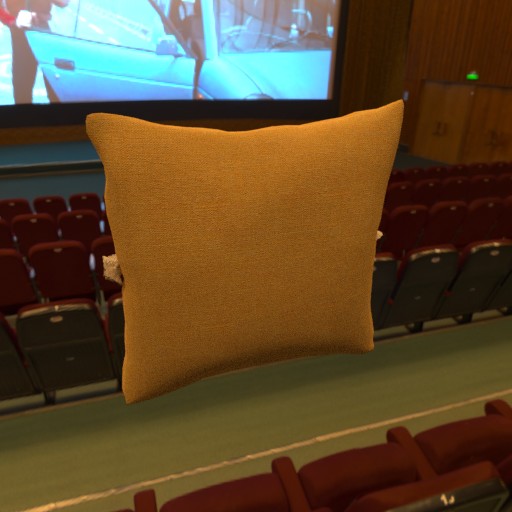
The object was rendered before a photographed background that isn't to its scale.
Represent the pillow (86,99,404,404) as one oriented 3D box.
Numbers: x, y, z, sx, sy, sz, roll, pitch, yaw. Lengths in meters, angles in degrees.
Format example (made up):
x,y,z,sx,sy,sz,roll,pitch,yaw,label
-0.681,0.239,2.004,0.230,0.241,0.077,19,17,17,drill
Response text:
x,y,z,sx,sy,sz,roll,pitch,yaw,label
0.000,0.000,0.738,0.485,0.481,0.167,-8,27,-16,pillow
